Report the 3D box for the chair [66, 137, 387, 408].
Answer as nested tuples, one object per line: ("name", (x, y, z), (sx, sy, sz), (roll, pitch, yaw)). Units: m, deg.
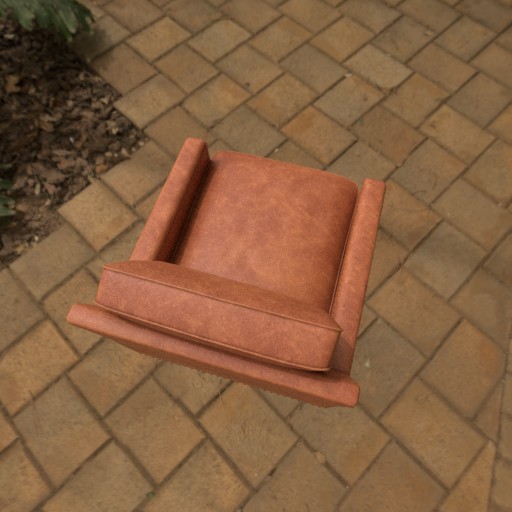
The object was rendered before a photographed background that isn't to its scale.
("chair", (0.000, 0.000, 1.717), (0.853, 0.943, 1.014), (15, 65, 7))
